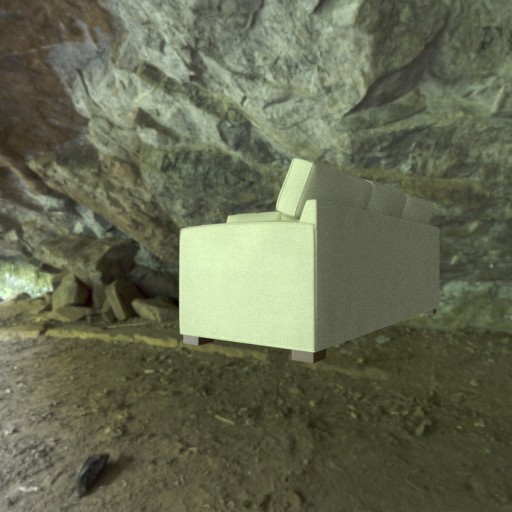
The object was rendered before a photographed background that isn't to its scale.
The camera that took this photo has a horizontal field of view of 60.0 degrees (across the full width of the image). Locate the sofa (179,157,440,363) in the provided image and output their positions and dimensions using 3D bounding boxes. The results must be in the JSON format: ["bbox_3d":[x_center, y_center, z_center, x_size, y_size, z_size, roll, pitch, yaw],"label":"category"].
[{"bbox_3d":[0.000,0.000,3.399,2.182,0.939,2.189,0,0,35],"label":"sofa"}]
